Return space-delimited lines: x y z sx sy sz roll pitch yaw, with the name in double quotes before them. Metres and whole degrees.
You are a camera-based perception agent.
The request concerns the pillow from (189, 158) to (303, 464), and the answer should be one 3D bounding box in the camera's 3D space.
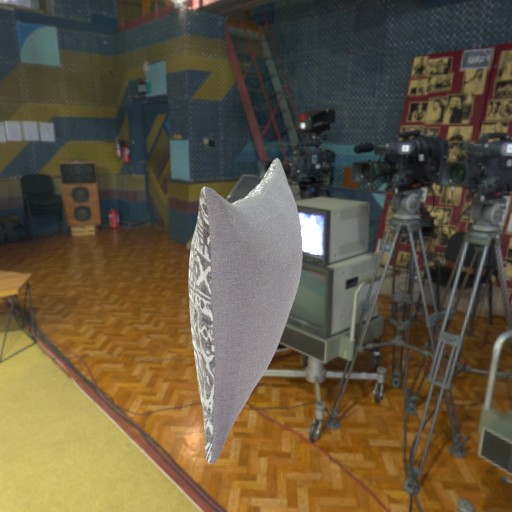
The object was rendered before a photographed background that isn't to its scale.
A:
"pillow" 0.000 0.000 0.728 0.148 0.290 0.631 2 15 9
